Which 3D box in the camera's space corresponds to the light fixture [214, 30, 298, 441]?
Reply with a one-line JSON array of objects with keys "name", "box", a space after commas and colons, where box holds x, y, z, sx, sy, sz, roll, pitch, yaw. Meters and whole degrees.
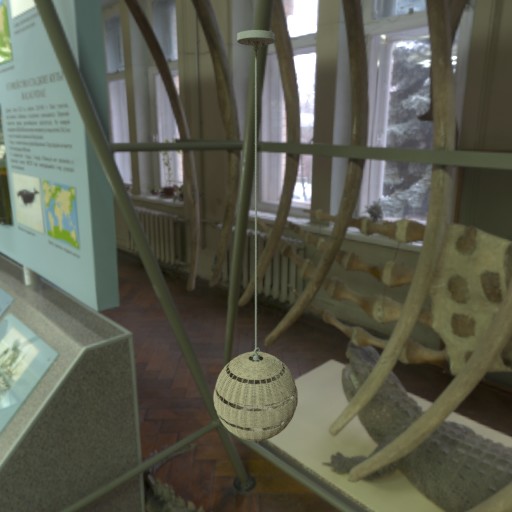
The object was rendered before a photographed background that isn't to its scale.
[{"name": "light fixture", "box": [0.000, 0.000, 2.212, 0.457, 2.019, 0.457, -14, 20, -43]}]
